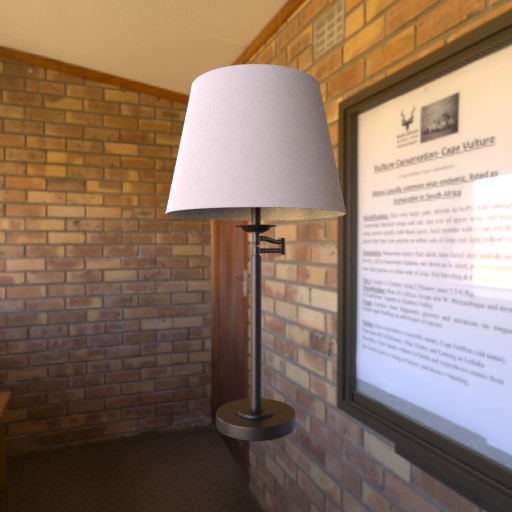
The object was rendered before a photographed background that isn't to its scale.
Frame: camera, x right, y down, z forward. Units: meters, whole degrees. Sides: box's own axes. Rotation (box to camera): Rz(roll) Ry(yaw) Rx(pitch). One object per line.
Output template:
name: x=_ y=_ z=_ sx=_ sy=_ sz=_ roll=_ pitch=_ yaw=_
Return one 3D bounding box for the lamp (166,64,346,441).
lamp: x=0.000 y=0.000 z=0.910 sx=0.363 sy=0.696 sz=0.363 roll=0 pitch=1 yaw=0
